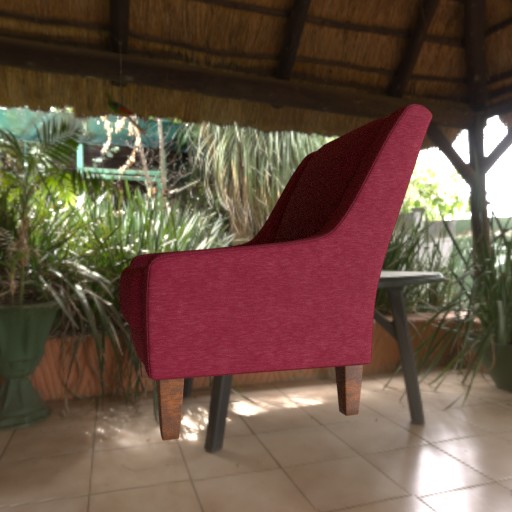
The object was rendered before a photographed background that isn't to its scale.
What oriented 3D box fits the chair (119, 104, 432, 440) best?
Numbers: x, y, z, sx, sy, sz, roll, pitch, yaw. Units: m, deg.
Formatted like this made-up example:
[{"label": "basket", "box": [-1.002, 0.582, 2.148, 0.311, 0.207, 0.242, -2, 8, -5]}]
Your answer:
[{"label": "chair", "box": [0.000, 0.000, 1.677, 0.985, 1.017, 0.793, 0, 0, -19]}]
